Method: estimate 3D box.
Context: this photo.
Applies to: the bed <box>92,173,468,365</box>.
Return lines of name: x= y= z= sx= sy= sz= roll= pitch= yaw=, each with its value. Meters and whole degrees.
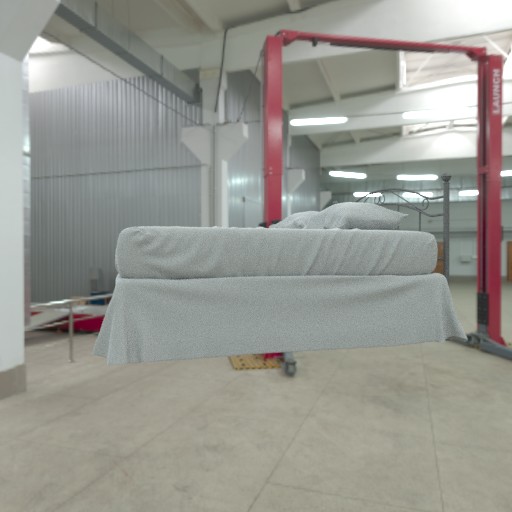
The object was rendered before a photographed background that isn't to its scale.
bed: x=0.000 y=0.000 z=3.321 sx=2.215 sy=1.080 sz=1.936 roll=0 pitch=0 yaw=-16
